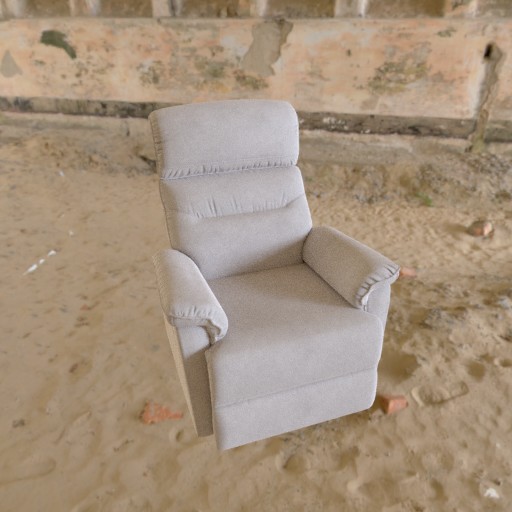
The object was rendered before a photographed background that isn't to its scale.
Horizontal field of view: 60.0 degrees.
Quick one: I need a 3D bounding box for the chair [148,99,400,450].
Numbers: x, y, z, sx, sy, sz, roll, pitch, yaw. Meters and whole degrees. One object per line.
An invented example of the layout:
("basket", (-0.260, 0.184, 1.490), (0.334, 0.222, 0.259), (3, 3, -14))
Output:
("chair", (0.000, 0.000, 1.755), (0.820, 1.039, 1.001), (-9, 31, -16))
